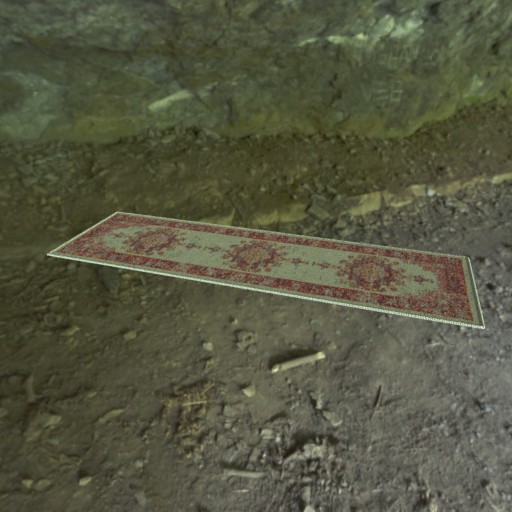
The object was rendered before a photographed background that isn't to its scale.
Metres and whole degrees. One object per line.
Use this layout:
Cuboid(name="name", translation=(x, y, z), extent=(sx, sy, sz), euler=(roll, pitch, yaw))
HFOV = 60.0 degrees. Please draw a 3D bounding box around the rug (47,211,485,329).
Cuboid(name="rug", translation=(0.000, 0.000, 1.997), extent=(1.824, 0.009, 0.562), euler=(8, 28, 16))
